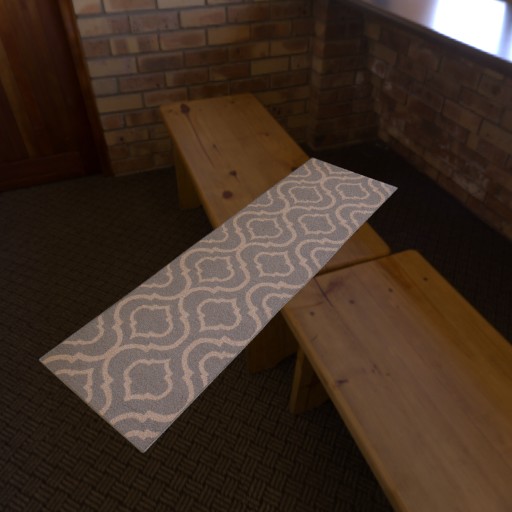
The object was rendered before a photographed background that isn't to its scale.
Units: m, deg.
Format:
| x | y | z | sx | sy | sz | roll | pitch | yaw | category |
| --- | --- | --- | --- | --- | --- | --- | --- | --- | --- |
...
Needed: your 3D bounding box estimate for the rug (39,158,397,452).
| x | y | z | sx | sy | sz | roll | pitch | yaw | category |
| --- | --- | --- | --- | --- | --- | --- | --- | --- | --- |
| 0.000 | 0.000 | 2.477 | 0.684 | 0.009 | 2.275 | 27 | 48 | 27 | rug |
